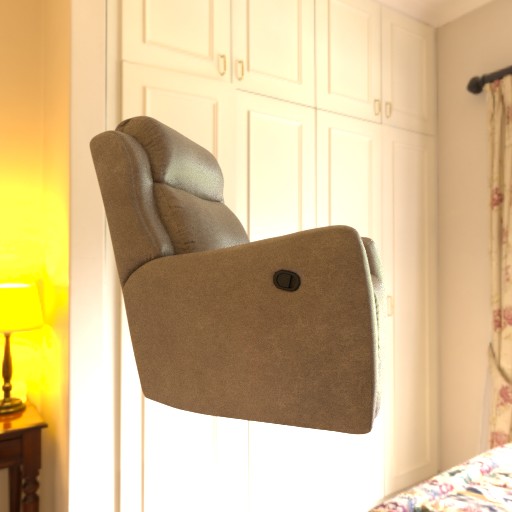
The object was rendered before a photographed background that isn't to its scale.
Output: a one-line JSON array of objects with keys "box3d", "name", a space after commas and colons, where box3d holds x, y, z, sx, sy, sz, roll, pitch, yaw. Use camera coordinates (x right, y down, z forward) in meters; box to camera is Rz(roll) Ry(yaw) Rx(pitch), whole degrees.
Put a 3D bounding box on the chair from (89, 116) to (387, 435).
[{"box3d": [0.000, 0.000, 1.905, 1.068, 1.116, 0.965, 0, -1, 18], "name": "chair"}]
